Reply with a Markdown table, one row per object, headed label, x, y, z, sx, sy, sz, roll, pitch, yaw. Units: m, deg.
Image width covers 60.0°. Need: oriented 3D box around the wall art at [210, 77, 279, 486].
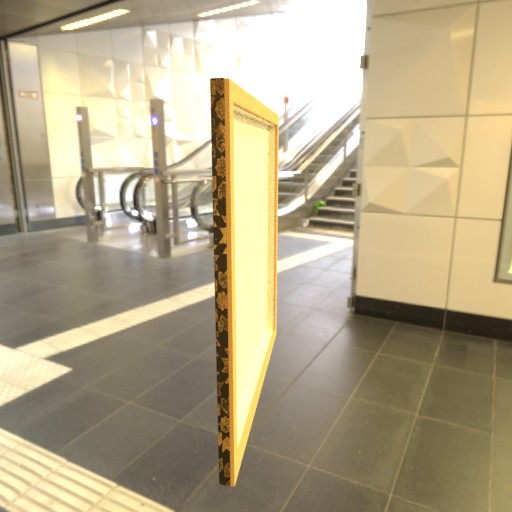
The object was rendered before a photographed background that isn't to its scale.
| label | x | y | z | sx | sy | sz | roll | pitch | yaw |
| --- | --- | --- | --- | --- | --- | --- | --- | --- | --- |
| wall art | 0.000 | 0.000 | 1.389 | 0.038 | 0.914 | 0.914 | 2 | 14 | 9 |
